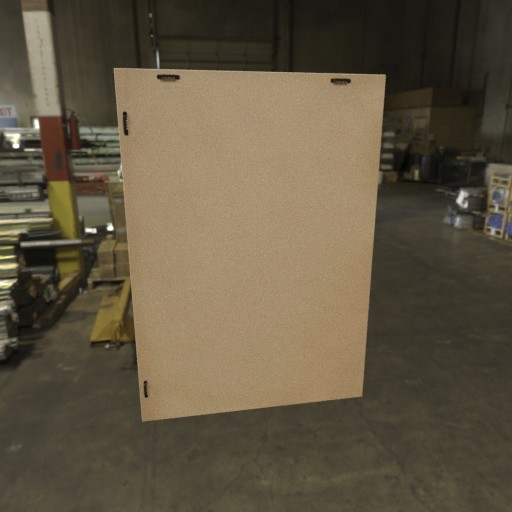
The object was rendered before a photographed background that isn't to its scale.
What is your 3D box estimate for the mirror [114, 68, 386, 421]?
[{"bbox_3d":[0.000,0.000,0.923,0.507,0.710,0.040,-3,16,-10],"label":"mirror"}]
